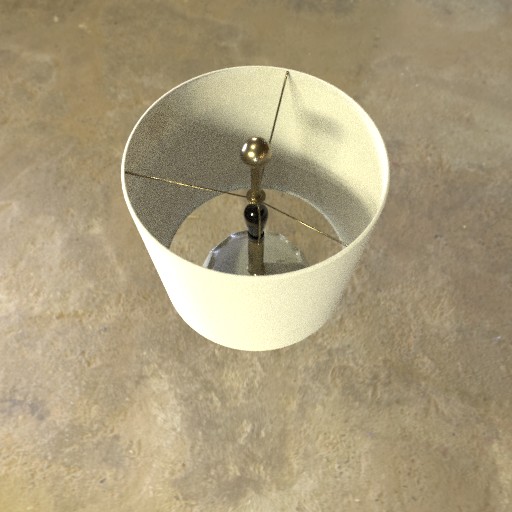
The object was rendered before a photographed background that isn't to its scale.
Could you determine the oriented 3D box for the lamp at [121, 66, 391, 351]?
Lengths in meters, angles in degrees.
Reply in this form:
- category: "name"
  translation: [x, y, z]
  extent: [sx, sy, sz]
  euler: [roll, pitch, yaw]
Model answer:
- category: "lamp"
  translation: [0.000, 0.000, 0.602]
  extent: [0.254, 0.452, 0.254]
  euler: [0, 63, 0]
